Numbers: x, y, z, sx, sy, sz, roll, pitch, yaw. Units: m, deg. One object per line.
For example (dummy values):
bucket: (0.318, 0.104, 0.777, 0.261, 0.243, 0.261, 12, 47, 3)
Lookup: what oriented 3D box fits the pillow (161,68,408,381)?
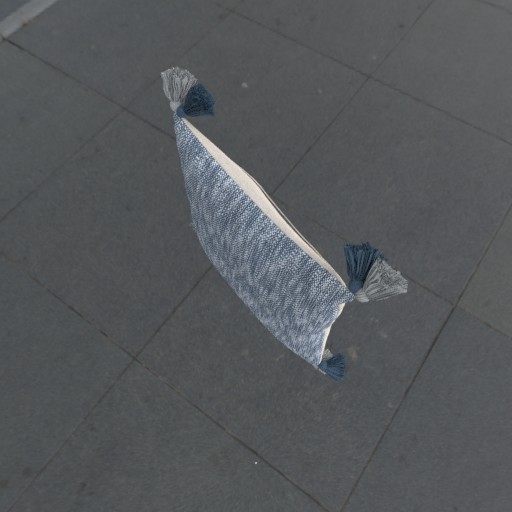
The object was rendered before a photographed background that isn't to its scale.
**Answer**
pillow: (0.000, 0.000, 0.959, 0.138, 0.634, 0.614, -37, 70, -16)
